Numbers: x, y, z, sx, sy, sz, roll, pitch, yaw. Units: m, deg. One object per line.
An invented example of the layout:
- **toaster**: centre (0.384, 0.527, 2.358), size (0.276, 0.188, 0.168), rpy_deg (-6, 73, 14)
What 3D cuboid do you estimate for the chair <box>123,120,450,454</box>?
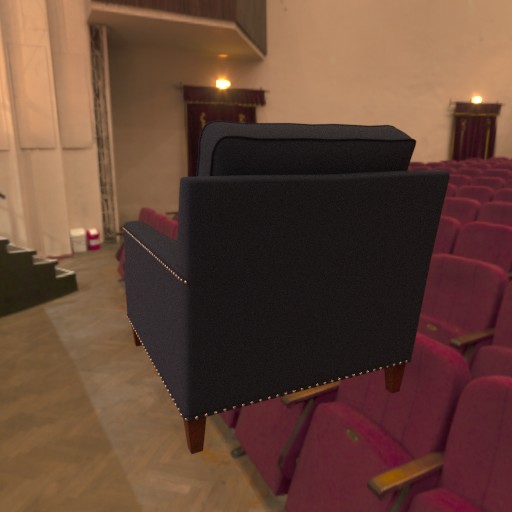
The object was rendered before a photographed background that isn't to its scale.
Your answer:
- **chair**: centre (0.000, 0.000, 1.698), size (0.853, 0.943, 1.014), rpy_deg (-6, 15, -25)
